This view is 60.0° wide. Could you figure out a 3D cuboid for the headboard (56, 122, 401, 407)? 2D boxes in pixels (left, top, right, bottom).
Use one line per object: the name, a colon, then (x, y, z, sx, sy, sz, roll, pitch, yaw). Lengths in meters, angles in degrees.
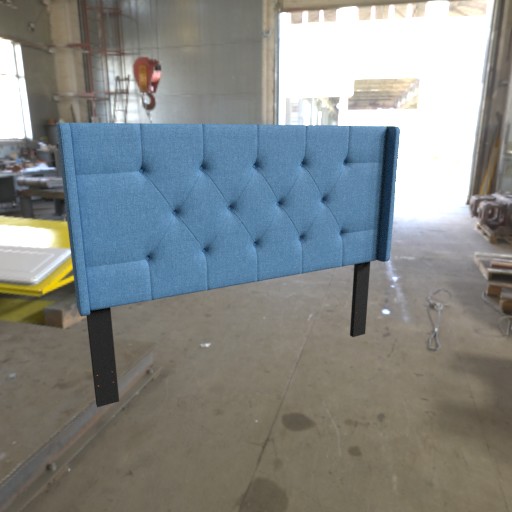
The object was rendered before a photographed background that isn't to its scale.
headboard: (0.000, 0.000, 2.680, 2.051, 1.524, 0.184, -8, 18, -28)
